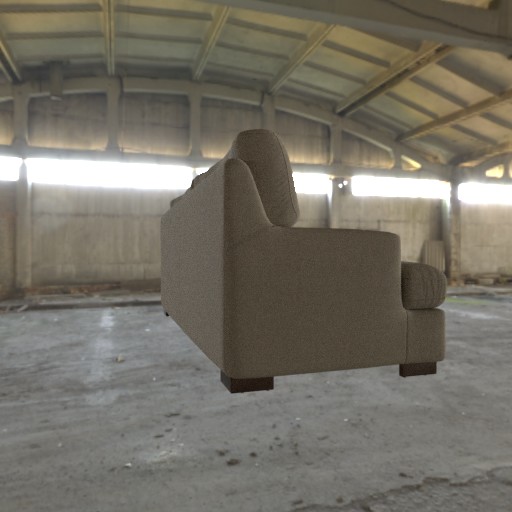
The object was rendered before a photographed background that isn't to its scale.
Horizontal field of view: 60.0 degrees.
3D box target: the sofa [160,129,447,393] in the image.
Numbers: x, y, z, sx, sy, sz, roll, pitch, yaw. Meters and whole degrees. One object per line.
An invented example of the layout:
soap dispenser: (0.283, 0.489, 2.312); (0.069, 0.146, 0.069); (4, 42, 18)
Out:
sofa: (0.000, 0.000, 2.781); (0.962, 0.980, 2.354); (0, 0, -18)
